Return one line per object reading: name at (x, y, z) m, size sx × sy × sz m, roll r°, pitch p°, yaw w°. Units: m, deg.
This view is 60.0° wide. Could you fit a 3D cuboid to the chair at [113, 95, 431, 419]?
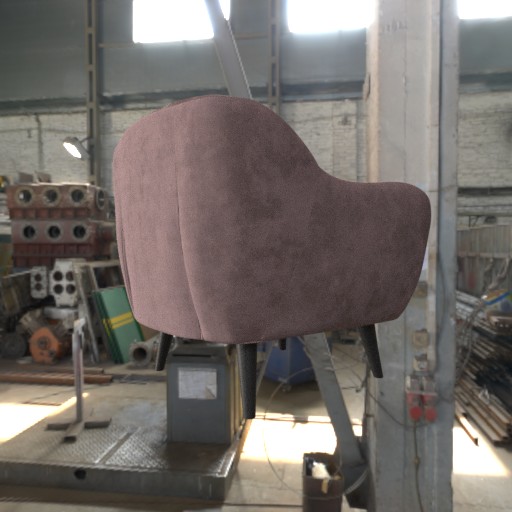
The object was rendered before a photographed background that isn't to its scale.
chair at (0.000, 0.000, 1.496) m, size 0.820 × 0.820 × 0.840 m, roll -1°, pitch 1°, yaw -37°
